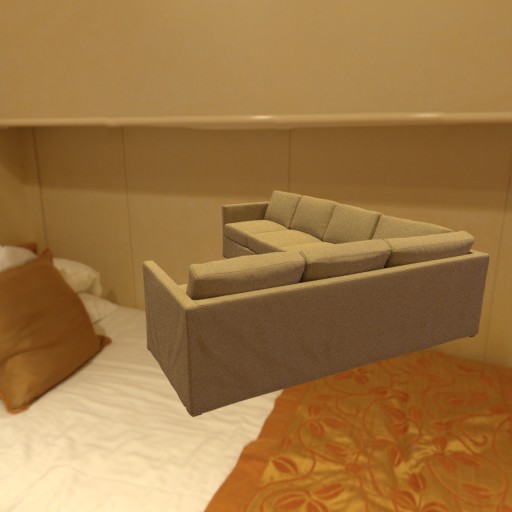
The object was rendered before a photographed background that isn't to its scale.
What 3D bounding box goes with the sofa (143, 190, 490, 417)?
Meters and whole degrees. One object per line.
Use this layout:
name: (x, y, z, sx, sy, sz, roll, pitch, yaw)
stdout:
sofa: (0.000, 0.000, 4.274, 2.432, 0.871, 3.182, -8, 17, -25)
